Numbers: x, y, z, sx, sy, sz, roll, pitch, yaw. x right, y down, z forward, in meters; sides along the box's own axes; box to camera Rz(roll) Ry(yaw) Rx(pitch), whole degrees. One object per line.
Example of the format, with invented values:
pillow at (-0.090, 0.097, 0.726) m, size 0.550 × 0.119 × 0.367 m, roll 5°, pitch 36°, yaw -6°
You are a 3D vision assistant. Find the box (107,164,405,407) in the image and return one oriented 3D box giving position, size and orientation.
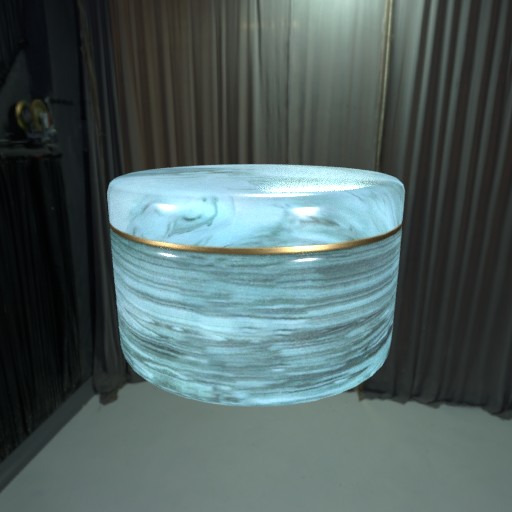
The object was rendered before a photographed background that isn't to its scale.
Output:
box at (0.000, 0.000, 0.165) m, size 0.101 × 0.063 × 0.101 m, roll 0°, pitch 16°, yaw 0°
